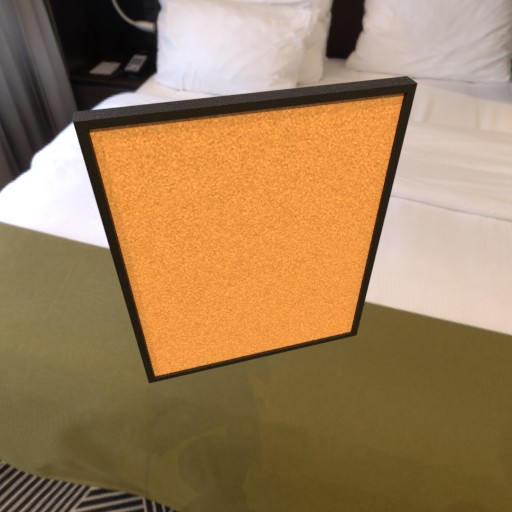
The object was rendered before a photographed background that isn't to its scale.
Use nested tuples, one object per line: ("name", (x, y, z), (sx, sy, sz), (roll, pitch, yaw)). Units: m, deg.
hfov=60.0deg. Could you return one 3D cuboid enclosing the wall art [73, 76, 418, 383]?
("wall art", (0.000, 0.000, 0.766), (0.457, 0.559, 0.029), (-10, 43, -11))
